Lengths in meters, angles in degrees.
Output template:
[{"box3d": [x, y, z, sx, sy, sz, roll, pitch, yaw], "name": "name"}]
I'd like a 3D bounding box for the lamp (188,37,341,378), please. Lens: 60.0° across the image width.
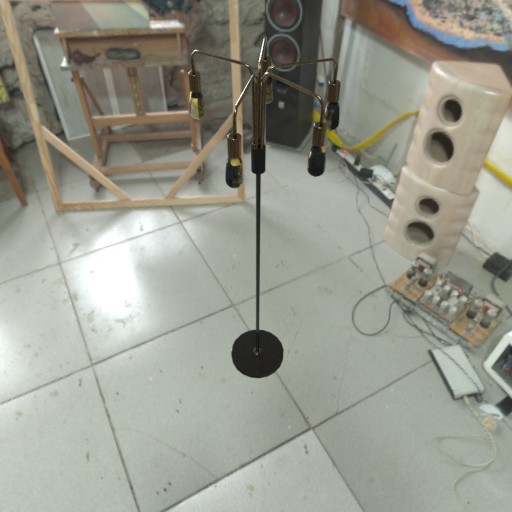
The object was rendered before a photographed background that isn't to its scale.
[{"box3d": [0.000, 0.000, 2.015, 0.599, 1.721, 0.572, 25, 51, 21], "name": "lamp"}]
